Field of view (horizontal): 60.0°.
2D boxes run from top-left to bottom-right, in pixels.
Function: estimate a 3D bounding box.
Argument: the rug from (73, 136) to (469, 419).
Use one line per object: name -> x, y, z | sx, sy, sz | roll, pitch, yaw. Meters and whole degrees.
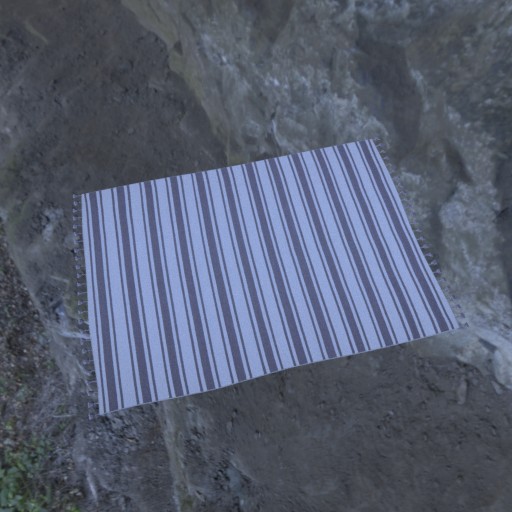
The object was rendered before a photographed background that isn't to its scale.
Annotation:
rug -> 0.000, 0.000, 3.820 | 3.040, 0.017, 2.030 | -12, 64, -6
